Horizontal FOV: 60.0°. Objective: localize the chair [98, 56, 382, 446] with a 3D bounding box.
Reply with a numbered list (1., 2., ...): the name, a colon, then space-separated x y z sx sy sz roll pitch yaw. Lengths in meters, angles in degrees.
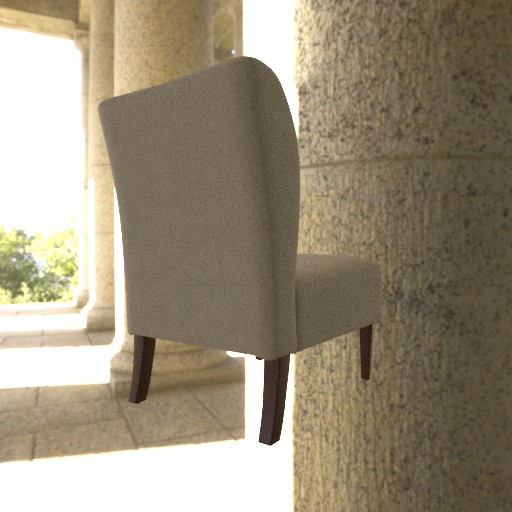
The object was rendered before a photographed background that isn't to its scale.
1. chair: 0.000 0.000 1.326 0.521 0.833 0.754 1 1 36
